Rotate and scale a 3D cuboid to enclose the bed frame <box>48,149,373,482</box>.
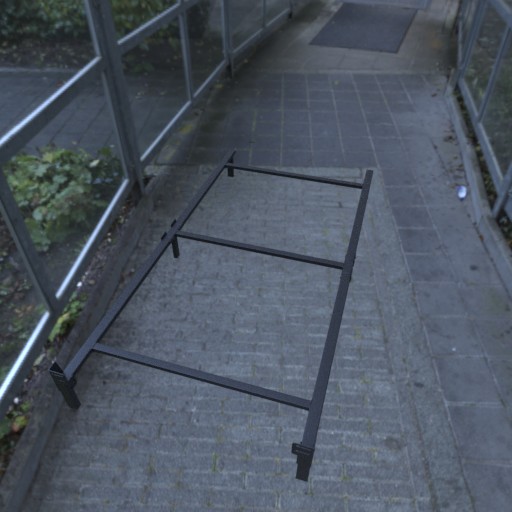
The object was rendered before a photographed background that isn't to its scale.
[{"bbox_3d":[0.000,0.000,2.233,0.968,0.248,1.897,11,42,13],"label":"bed frame"}]
